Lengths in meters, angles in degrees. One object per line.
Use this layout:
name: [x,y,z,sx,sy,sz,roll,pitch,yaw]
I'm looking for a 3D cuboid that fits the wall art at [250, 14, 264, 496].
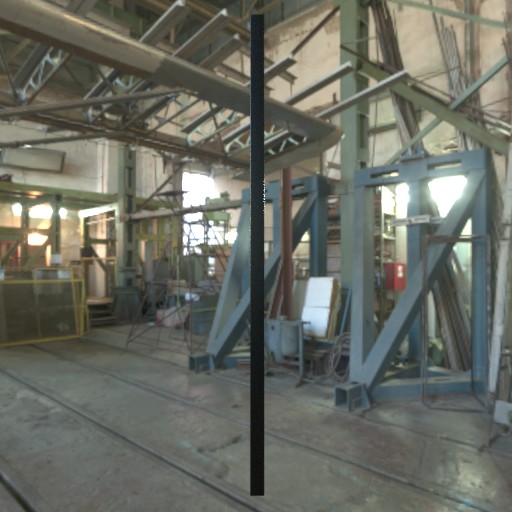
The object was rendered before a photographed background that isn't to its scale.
wall art: [0.000,0.000,0.834,0.019,0.656,0.462,0,-1,0]
